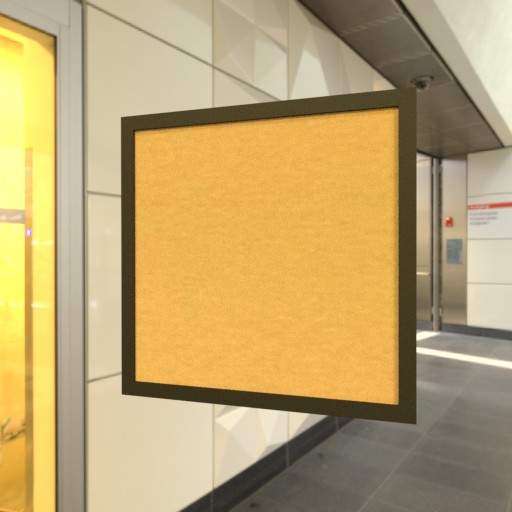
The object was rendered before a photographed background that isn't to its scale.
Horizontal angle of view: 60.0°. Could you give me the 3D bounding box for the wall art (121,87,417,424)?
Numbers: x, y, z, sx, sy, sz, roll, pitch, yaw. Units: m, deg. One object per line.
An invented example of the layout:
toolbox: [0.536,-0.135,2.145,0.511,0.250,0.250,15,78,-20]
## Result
wall art: [0.000,0.000,0.523,0.356,0.356,0.013,0,0,17]
